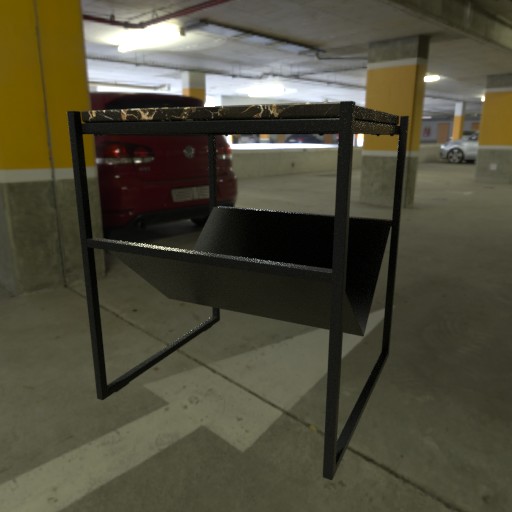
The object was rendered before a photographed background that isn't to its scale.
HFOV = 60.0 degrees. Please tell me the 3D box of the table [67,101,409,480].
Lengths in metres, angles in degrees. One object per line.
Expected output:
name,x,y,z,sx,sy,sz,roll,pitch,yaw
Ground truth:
table,0.000,0.000,0.871,0.469,0.534,0.432,7,17,26
